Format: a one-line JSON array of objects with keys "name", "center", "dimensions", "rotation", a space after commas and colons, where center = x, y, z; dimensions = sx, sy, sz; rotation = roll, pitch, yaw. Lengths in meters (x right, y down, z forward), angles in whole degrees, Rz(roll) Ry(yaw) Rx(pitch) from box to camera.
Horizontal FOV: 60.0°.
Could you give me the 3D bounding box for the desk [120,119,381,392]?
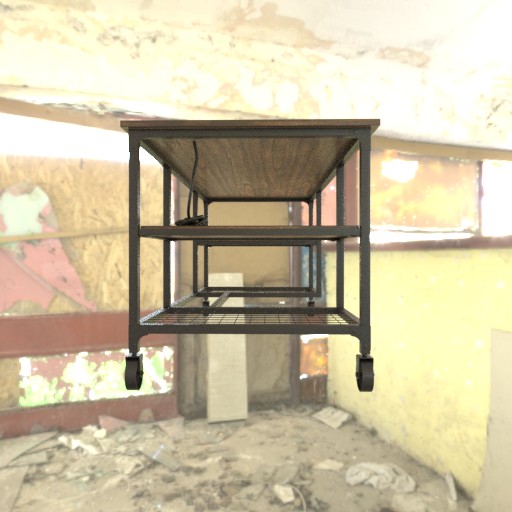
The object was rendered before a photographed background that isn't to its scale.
[{"name": "desk", "center": [0.000, 0.000, 1.990], "dimensions": [0.711, 0.751, 1.590], "rotation": [0, 0, 1]}]
